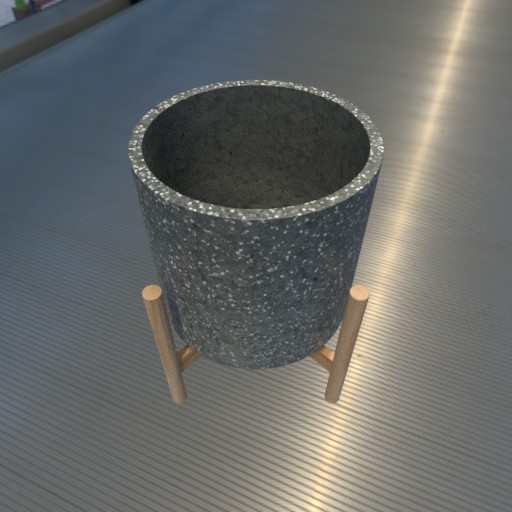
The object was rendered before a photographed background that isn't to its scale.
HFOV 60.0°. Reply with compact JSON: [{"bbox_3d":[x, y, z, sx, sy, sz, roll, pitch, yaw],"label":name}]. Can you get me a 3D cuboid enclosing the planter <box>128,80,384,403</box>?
[{"bbox_3d":[0.000,0.000,0.686,0.360,0.419,0.360,-17,49,-15],"label":"planter"}]
